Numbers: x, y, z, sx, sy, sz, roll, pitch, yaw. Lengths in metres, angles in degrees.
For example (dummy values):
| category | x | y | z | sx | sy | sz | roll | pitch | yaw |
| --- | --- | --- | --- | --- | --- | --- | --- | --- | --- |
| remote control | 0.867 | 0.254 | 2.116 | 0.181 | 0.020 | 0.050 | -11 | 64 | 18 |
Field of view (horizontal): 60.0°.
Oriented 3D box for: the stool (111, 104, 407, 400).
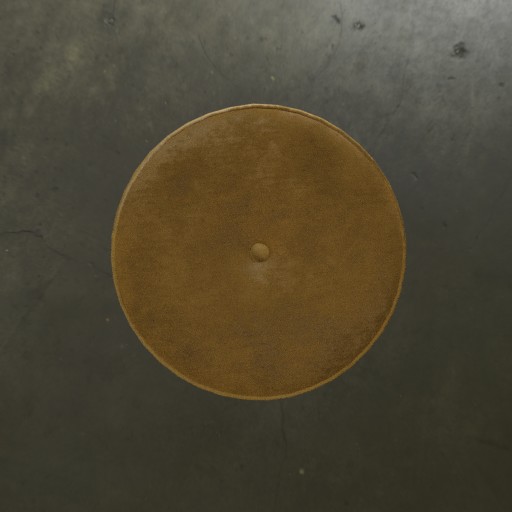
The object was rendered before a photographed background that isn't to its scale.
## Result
| category | x | y | z | sx | sy | sz | roll | pitch | yaw |
| --- | --- | --- | --- | --- | --- | --- | --- | --- | --- |
| stool | 0.000 | 0.000 | 0.915 | 0.472 | 0.595 | 0.438 | 0 | 90 | -2 |
